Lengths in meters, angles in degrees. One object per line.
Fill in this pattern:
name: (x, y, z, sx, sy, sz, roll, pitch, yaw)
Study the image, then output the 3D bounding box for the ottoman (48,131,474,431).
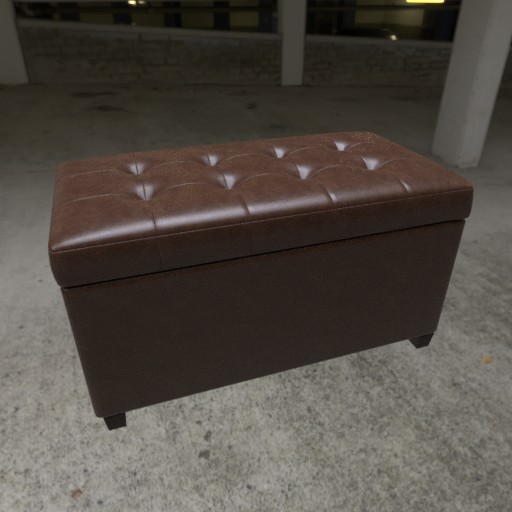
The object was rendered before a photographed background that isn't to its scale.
ottoman: (0.000, 0.000, 1.080, 0.838, 0.470, 0.432, -10, 32, -16)
